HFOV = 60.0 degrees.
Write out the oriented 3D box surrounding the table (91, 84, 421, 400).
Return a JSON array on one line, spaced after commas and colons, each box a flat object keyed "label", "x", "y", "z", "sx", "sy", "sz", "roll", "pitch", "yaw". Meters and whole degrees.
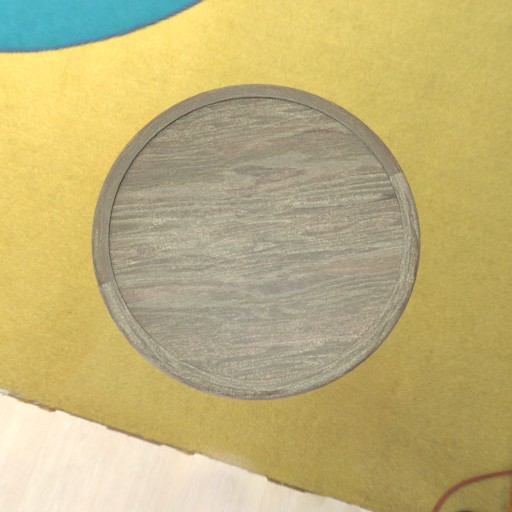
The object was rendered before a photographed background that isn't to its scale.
[{"label": "table", "x": 0.000, "y": 0.000, "z": 1.029, "sx": 0.607, "sy": 0.450, "sz": 0.607, "roll": 0, "pitch": 76, "yaw": 0}]
